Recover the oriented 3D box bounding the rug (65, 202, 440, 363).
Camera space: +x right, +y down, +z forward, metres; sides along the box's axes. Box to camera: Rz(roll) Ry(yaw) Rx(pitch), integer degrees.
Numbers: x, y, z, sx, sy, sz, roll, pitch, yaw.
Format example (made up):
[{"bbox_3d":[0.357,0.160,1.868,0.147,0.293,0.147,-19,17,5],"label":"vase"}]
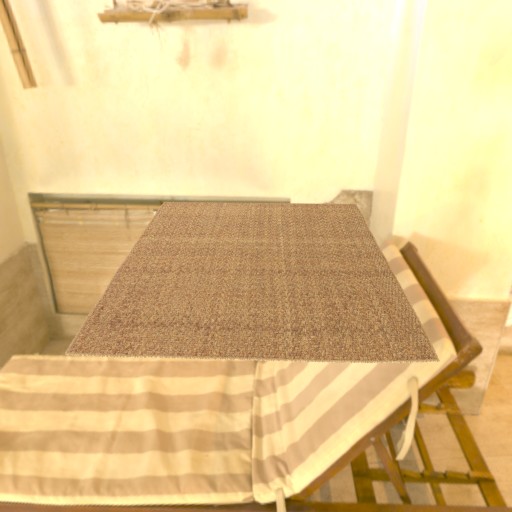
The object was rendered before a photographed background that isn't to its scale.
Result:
[{"bbox_3d":[0.000,0.000,4.172,2.439,0.013,3.048,1,26,2],"label":"rug"}]
